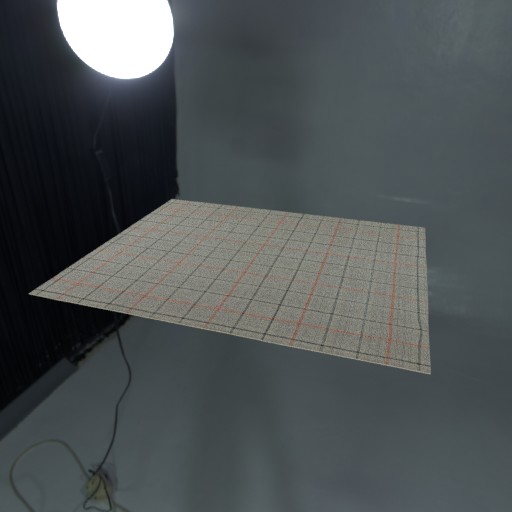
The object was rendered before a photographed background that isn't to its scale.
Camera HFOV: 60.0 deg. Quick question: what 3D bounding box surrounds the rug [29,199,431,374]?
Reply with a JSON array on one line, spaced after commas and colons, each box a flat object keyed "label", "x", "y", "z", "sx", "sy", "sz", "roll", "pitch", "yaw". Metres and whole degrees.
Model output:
[{"label": "rug", "x": 0.000, "y": 0.000, "z": 4.178, "sx": 3.048, "sy": 0.012, "sz": 2.444, "roll": 8, "pitch": 28, "yaw": 16}]
